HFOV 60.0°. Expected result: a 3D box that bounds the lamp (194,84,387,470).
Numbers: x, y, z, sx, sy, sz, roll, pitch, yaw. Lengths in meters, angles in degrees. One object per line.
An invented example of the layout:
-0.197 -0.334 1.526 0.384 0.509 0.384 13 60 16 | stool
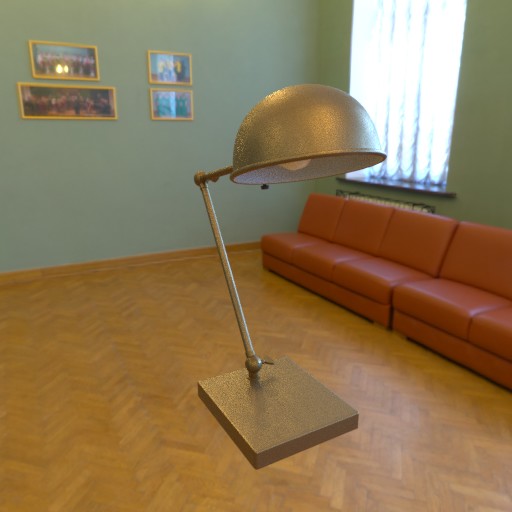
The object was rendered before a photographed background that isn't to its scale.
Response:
0.000 0.000 0.535 0.149 0.371 0.339 -9 17 -28 | lamp
